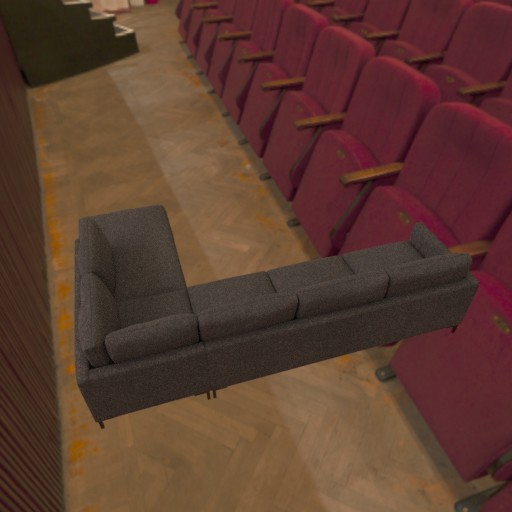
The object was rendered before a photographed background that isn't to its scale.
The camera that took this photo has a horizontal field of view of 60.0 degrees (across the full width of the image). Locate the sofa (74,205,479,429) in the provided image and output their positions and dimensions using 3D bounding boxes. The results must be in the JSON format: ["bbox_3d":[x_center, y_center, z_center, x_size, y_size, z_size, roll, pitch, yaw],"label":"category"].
[{"bbox_3d":[0.000,0.000,3.826,2.949,0.815,2.007,-12,43,-13],"label":"sofa"}]
